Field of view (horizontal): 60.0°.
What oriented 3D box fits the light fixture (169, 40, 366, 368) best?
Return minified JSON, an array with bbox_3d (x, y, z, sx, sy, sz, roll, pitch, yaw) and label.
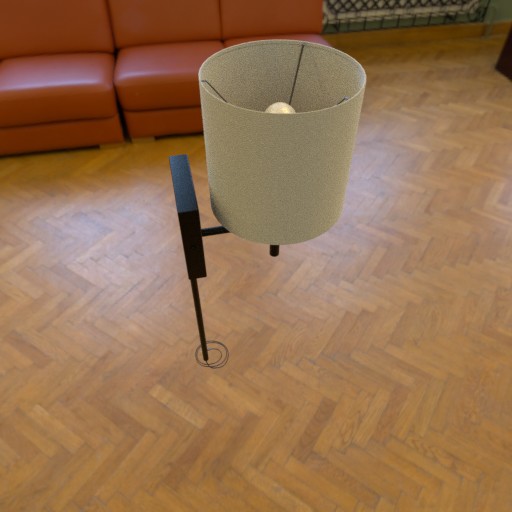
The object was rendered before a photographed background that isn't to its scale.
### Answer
[{"bbox_3d":[0.000,0.000,0.709,0.248,0.589,0.188,-9,47,-9],"label":"light fixture"}]
